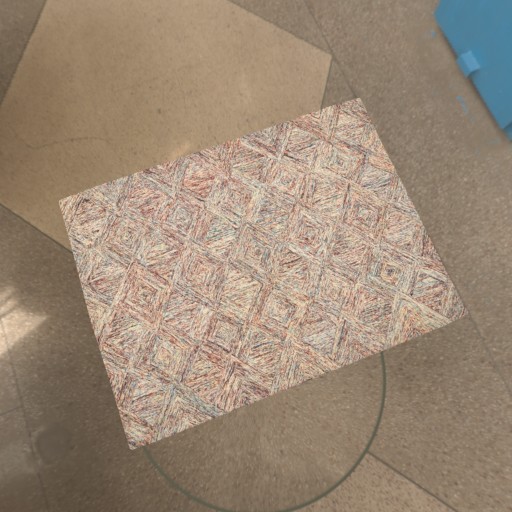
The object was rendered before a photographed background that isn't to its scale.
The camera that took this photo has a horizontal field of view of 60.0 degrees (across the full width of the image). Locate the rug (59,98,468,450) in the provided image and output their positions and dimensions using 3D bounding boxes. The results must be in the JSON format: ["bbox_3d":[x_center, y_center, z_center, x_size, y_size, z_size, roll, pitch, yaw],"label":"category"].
[{"bbox_3d":[0.000,0.000,4.167,3.226,0.024,2.436,-20,76,-5],"label":"rug"}]
